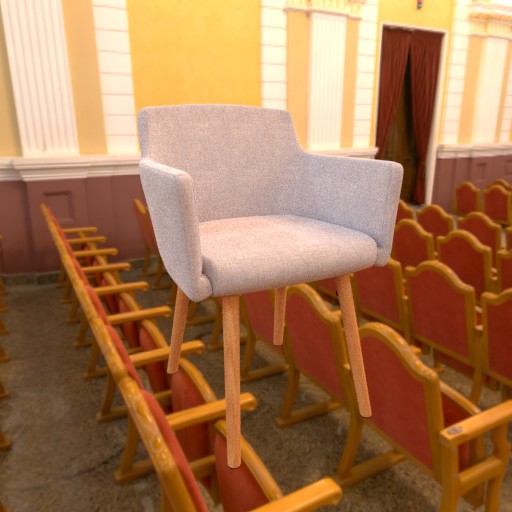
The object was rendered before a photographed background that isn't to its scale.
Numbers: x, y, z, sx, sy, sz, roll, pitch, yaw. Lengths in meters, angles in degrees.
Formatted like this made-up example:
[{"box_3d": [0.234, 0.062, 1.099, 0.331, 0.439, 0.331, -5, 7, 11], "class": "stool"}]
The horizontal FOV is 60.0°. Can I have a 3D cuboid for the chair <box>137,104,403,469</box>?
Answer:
[{"box_3d": [0.000, 0.000, 1.173, 0.570, 0.780, 0.540, -9, 19, -27], "class": "chair"}]
